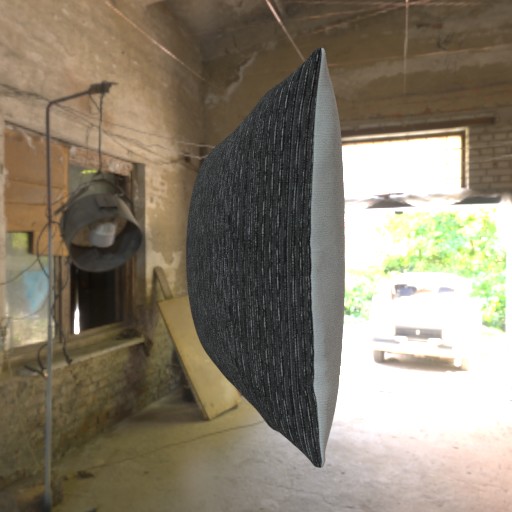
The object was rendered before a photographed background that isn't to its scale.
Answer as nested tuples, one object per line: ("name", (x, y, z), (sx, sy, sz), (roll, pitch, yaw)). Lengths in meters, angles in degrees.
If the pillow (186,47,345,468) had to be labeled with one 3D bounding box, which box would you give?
("pillow", (0.000, 0.000, 0.655), (0.196, 0.434, 0.433), (0, 1, -18))
